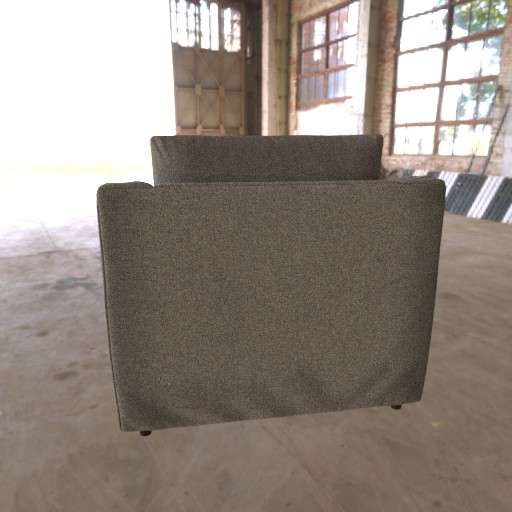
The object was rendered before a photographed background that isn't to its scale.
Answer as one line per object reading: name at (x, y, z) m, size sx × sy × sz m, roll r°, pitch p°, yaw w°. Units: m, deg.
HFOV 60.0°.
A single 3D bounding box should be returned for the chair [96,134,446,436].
chair at (0.000, 0.000, 2.013) m, size 1.194 × 1.059 × 1.071 m, roll -2°, pitch 14°, yaw -9°
